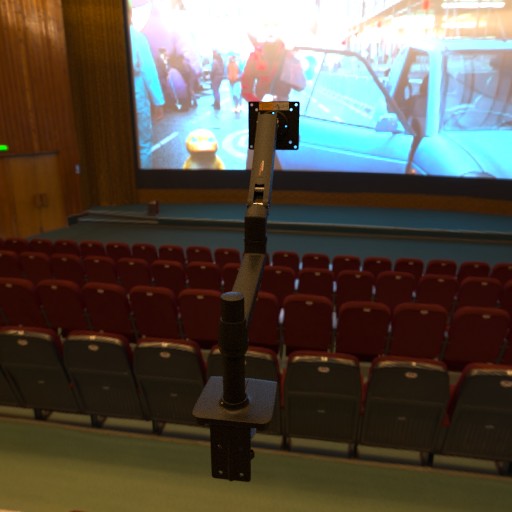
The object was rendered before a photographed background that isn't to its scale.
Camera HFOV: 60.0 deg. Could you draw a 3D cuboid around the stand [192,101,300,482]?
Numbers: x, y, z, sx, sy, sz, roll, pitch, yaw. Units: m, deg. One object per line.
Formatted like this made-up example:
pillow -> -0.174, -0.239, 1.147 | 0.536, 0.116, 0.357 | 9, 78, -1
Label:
stand -> 0.000, 0.000, 1.050 | 0.152, 0.713, 0.650 | 3, 18, 8
